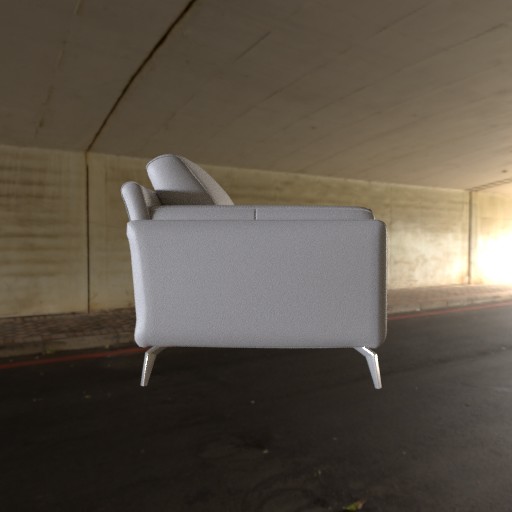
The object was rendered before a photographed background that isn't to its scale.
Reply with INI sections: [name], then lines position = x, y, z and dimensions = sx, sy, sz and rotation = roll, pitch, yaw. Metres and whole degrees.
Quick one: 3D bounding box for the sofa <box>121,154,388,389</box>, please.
[sofa]
position = 0.000, 0.000, 2.597
dimensions = 1.049, 0.930, 2.101
rotation = 0, 1, 1
